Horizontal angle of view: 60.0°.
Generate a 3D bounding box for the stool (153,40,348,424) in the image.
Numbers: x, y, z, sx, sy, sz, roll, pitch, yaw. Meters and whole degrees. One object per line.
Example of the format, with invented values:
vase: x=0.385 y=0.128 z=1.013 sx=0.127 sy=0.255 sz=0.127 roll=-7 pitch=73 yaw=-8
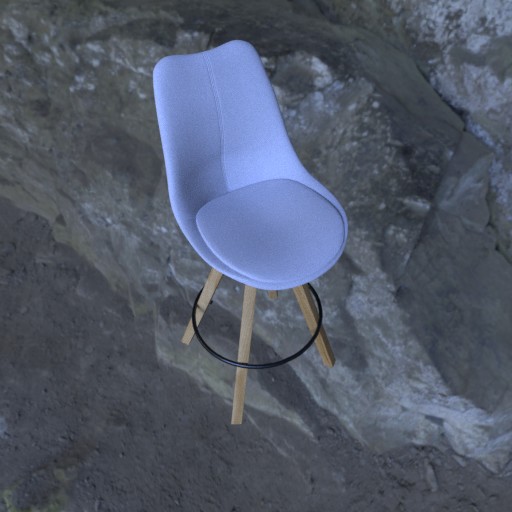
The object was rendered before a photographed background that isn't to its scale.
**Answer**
stool: x=0.000 y=0.000 z=1.414 sx=0.484 sy=1.115 sz=0.550 roll=-25 pitch=51 yaw=-22
